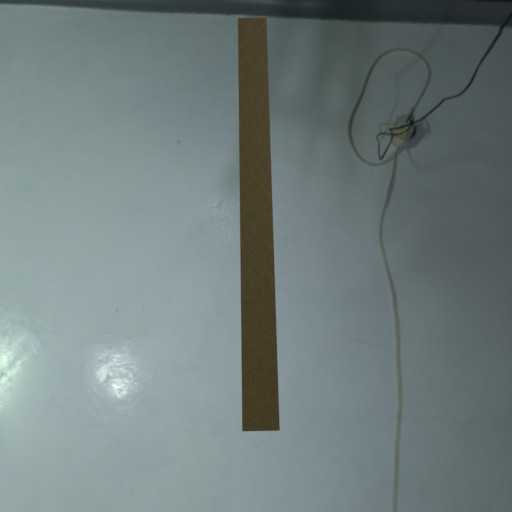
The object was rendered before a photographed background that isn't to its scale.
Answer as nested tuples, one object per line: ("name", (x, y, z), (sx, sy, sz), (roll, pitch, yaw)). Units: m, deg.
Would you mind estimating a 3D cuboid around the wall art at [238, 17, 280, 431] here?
("wall art", (0.000, 0.000, 1.917), (0.095, 1.284, 1.284), (-1, 74, 0))
